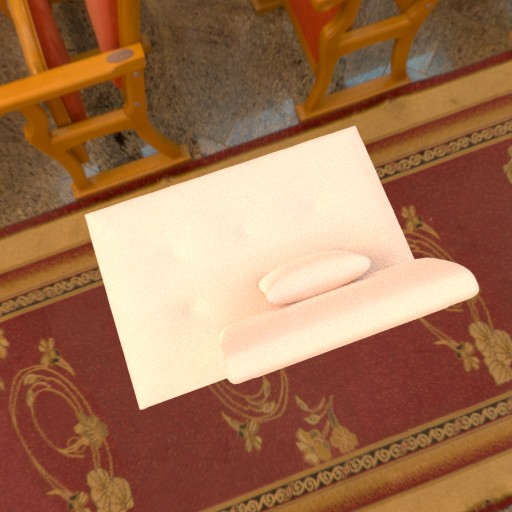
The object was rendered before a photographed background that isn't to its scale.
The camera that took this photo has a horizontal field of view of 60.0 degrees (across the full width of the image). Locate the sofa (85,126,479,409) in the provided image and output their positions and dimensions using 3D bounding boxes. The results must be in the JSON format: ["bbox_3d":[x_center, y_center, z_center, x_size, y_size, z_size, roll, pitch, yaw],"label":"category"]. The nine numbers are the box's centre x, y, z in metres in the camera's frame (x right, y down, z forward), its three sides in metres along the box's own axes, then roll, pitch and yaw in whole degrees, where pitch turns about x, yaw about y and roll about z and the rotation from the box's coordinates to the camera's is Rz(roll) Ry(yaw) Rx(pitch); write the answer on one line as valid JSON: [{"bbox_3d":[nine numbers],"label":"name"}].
[{"bbox_3d":[0.000,0.000,2.052,1.450,0.820,1.000,-19,78,-4],"label":"sofa"}]
